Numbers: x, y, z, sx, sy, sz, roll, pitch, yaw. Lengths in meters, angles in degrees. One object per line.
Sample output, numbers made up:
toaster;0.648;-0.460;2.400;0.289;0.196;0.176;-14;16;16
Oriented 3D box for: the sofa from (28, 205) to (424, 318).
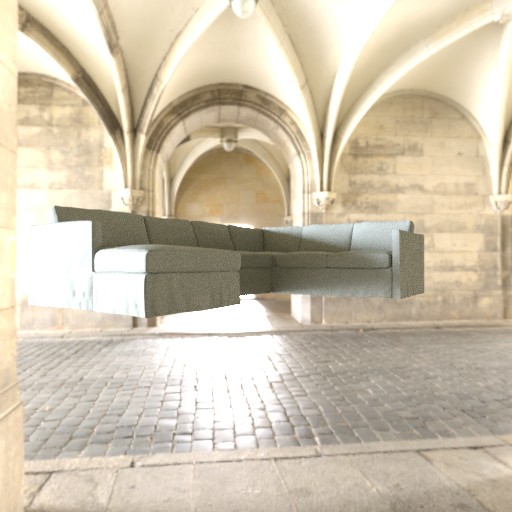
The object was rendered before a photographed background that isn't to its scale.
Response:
sofa;0.000;0.000;4.489;2.440;0.869;3.434;0;-1;35
